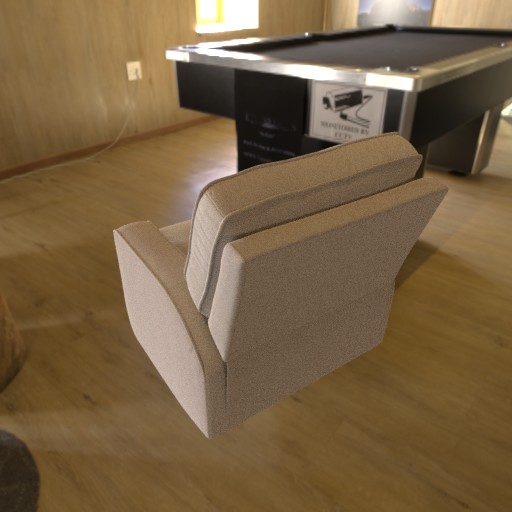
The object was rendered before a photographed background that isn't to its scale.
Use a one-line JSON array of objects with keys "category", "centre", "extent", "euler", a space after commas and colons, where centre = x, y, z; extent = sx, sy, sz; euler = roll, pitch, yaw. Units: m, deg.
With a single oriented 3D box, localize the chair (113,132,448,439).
[{"category": "chair", "centre": [0.000, 0.000, 1.665], "extent": [0.861, 0.964, 0.969], "euler": [-20, 37, -29]}]
